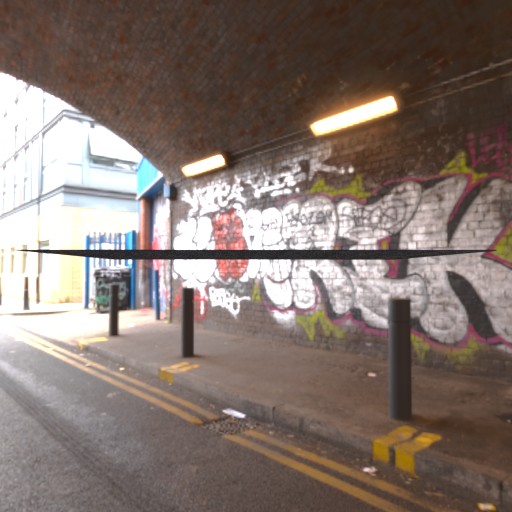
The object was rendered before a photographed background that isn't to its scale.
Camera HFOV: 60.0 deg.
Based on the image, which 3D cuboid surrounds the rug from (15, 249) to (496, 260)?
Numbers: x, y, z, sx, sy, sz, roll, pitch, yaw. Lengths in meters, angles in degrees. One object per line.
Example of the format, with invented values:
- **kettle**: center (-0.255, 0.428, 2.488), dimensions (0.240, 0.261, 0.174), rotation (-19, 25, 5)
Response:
- **rug**: center (0.000, 0.000, 2.271), dimensions (1.819, 0.005, 1.200), rotation (0, -2, -1)
